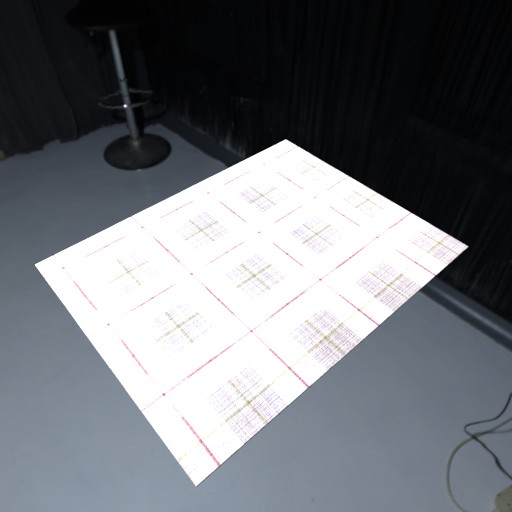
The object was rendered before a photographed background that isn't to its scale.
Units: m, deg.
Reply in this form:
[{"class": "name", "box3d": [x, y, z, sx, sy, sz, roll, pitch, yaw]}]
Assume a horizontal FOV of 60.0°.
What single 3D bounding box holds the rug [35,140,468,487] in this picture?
[{"class": "rug", "box3d": [0.000, 0.000, 3.844, 2.959, 0.016, 2.317, -33, 54, -27]}]
